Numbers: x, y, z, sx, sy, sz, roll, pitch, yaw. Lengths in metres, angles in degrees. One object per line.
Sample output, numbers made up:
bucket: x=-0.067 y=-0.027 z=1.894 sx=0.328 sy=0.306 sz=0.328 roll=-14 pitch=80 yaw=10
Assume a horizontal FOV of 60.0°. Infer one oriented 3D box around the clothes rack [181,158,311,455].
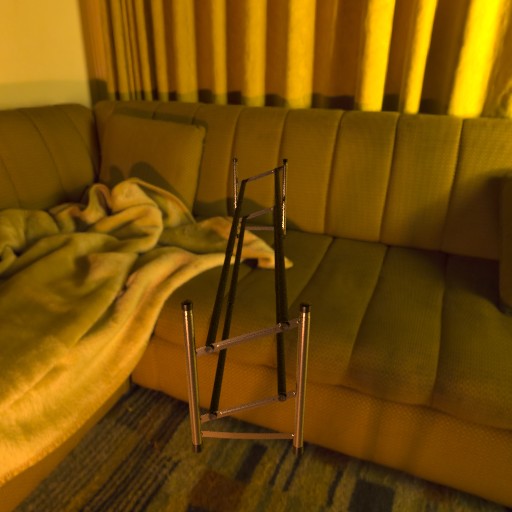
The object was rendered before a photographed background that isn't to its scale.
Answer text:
clothes rack: x=0.000 y=0.000 z=1.355 sx=0.229 sy=0.349 sz=1.168 roll=1 pitch=25 yaw=2
